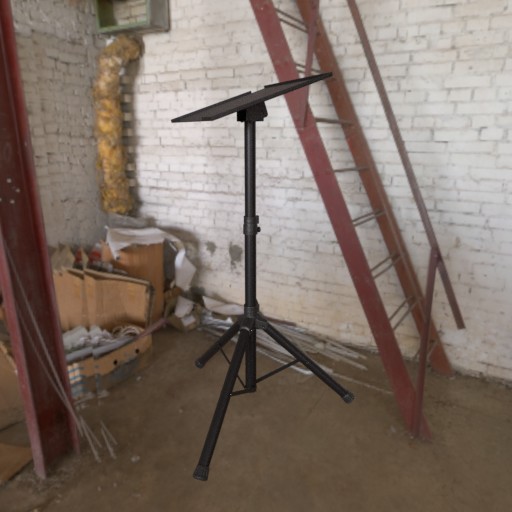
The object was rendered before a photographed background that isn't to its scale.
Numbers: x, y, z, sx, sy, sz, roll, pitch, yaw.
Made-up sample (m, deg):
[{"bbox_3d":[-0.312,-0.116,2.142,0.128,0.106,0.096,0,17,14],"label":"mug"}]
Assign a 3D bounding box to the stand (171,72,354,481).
[{"bbox_3d":[0.000,0.000,1.614,0.702,1.198,0.702,-7,17,-23],"label":"stand"}]
